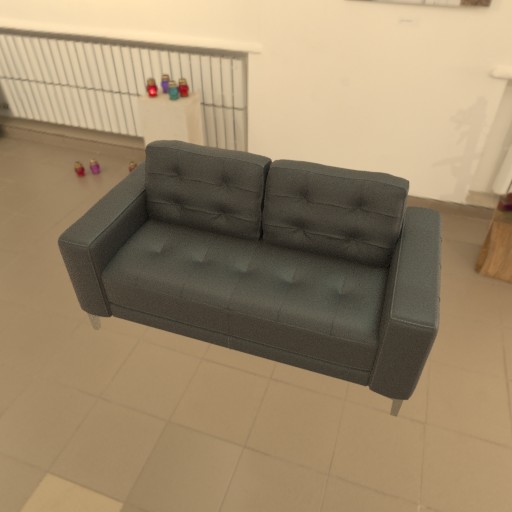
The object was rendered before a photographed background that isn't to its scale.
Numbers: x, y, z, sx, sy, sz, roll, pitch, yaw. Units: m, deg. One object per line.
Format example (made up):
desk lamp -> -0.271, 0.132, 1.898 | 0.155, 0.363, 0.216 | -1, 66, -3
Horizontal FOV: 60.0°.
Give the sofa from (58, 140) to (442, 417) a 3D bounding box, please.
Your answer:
sofa -> 0.000, 0.000, 2.253 | 1.726, 0.893, 0.833 | 12, 42, 14
